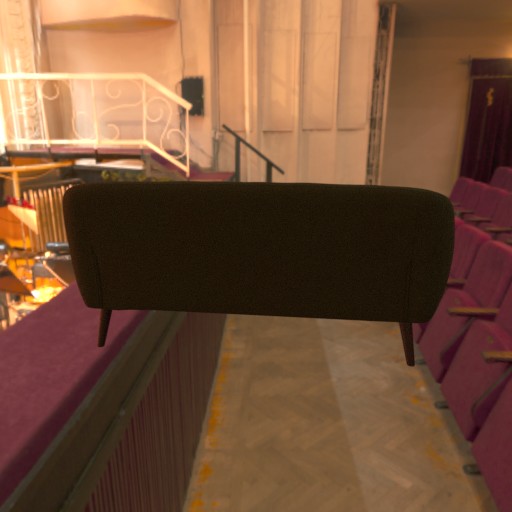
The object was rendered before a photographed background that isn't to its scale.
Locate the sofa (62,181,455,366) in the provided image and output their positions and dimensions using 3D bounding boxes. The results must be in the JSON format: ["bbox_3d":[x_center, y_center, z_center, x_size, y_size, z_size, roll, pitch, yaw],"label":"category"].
[{"bbox_3d":[0.000,0.000,2.271,1.840,0.836,0.820,2,16,7],"label":"sofa"}]
